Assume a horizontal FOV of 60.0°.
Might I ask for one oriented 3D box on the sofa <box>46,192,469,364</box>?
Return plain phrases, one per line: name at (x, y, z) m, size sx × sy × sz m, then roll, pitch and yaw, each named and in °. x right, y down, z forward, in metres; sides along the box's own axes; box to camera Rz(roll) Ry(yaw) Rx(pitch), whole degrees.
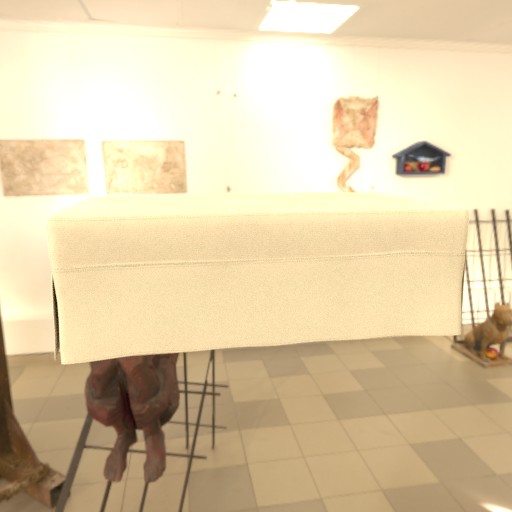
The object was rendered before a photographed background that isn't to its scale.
sofa at (0.000, 0.000, 2.109) m, size 1.677 × 0.552 × 0.939 m, roll -2°, pitch 12°, yaw -10°
